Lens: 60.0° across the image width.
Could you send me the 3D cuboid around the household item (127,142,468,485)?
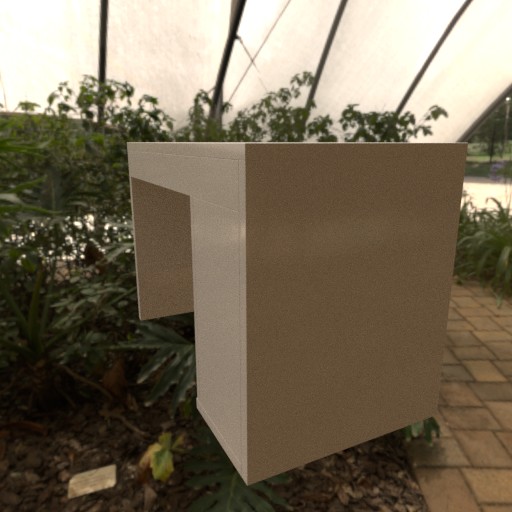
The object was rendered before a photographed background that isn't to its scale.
[{"bbox_3d":[0.000,0.000,1.511,0.597,0.749,1.100,-7,16,-26],"label":"household item"}]
